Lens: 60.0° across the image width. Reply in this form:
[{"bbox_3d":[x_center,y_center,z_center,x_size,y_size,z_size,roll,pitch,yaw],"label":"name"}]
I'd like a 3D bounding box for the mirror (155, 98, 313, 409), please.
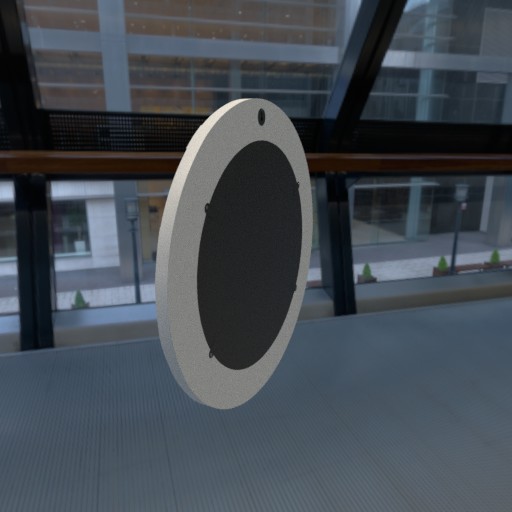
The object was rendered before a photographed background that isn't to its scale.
[{"bbox_3d":[0.000,0.000,1.366,0.038,0.914,0.914,8,17,26],"label":"mirror"}]
